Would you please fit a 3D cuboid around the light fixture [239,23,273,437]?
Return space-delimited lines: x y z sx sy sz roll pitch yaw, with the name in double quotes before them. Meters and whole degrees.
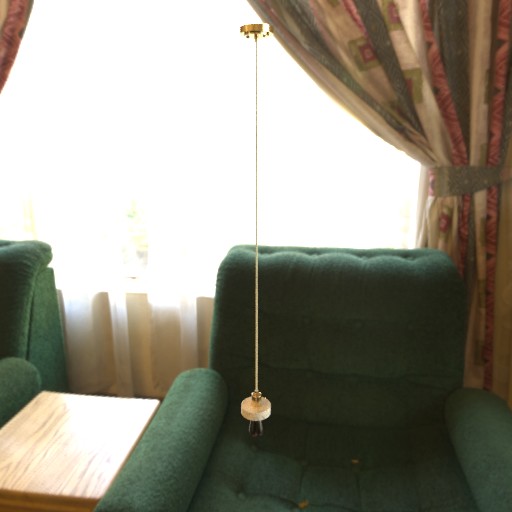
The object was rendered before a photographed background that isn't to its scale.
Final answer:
"light fixture" 0.000 0.000 1.778 0.129 1.669 0.129 -2 15 -8
